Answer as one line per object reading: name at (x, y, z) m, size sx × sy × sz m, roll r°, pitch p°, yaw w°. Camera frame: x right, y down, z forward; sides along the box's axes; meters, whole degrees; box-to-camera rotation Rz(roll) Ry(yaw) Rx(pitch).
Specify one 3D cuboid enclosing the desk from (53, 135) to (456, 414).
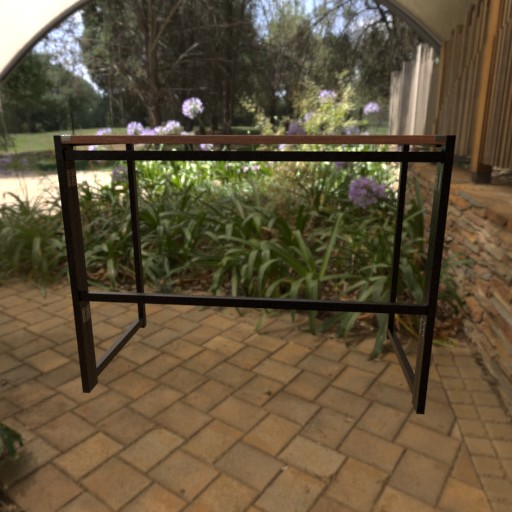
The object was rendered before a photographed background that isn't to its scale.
desk at (0.000, 0.000, 1.448) m, size 1.016 × 0.762 × 0.508 m, roll 2°, pitch 15°, yaw 6°
